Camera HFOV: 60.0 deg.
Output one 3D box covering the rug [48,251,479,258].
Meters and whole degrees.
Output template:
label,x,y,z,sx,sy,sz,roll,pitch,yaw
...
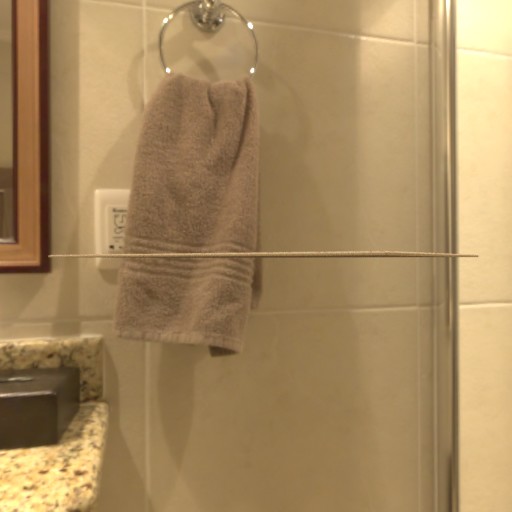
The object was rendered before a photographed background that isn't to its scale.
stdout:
label,x,y,z,sx,sy,sz,roll,pitch,yaw
rug,0.000,0.000,3.380,2.746,0.018,1.819,0,-1,37
